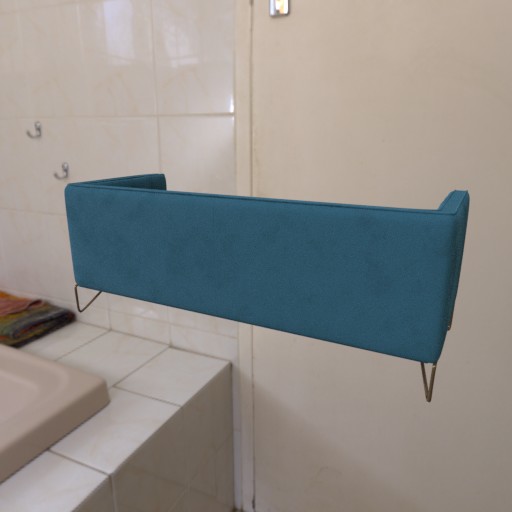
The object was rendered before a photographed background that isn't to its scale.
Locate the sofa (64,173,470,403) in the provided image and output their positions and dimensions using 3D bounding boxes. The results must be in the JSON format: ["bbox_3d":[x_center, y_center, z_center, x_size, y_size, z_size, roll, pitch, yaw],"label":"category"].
[{"bbox_3d":[0.000,0.000,2.505,2.087,0.789,0.867,8,18,27],"label":"sofa"}]
